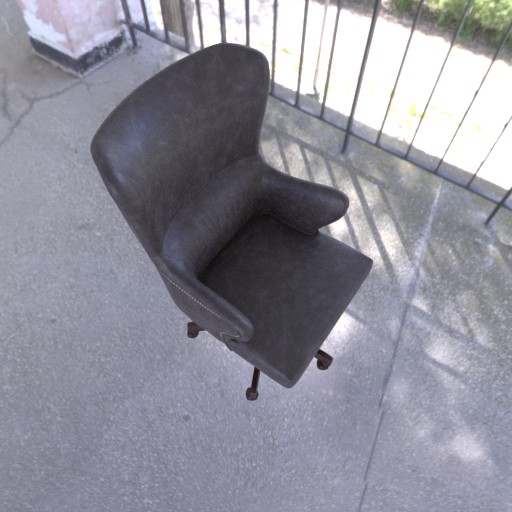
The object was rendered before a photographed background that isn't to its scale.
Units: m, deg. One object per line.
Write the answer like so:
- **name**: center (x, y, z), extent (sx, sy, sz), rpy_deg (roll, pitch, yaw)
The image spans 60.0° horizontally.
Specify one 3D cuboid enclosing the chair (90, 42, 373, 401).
- **chair**: center (0.000, 0.000, 1.445), extent (0.717, 1.037, 0.594), rpy_deg (31, 63, 18)
